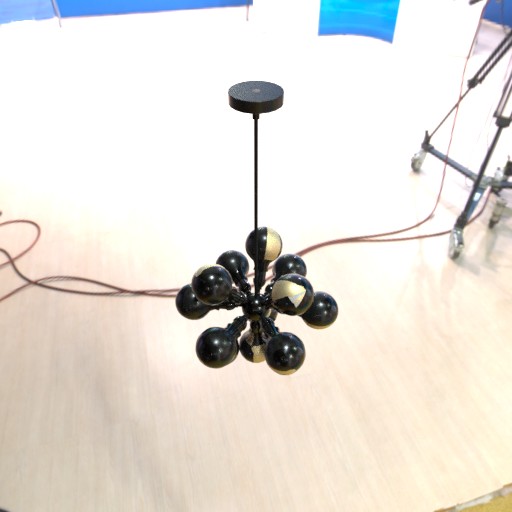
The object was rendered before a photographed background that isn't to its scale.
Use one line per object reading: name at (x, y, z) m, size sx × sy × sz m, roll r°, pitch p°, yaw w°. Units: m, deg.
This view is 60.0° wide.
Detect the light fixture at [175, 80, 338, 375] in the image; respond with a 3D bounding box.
light fixture at (0.000, 0.000, 1.147) m, size 0.420 × 0.859 × 0.468 m, roll 25°, pitch 47°, yaw 26°
